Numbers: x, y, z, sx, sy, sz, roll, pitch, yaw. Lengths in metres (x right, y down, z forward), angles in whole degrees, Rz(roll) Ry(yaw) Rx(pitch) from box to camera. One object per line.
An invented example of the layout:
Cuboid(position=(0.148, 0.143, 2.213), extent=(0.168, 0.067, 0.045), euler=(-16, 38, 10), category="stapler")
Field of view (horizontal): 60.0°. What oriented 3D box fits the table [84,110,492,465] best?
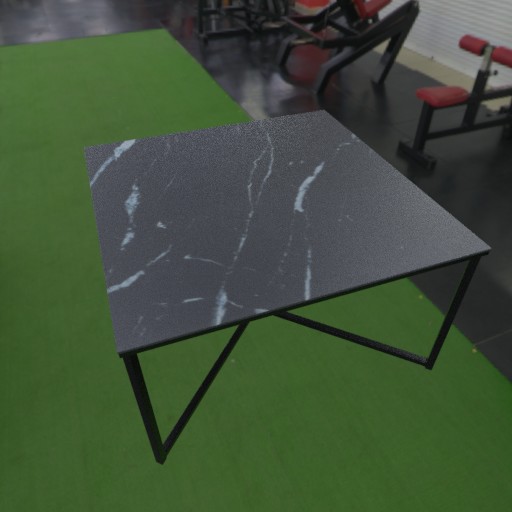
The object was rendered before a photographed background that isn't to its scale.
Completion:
Cuboid(position=(0.000, 0.000, 1.290), extent=(0.800, 0.450, 0.800), euler=(-14, 43, -15), category="table")
